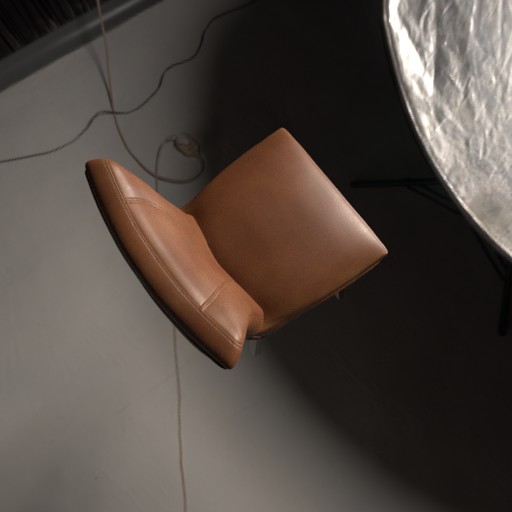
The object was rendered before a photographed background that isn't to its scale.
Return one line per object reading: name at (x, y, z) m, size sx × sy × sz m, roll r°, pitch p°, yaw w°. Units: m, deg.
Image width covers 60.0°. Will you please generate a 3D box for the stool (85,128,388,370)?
stool at (0.000, 0.000, 1.403) m, size 0.585 × 1.094 × 0.522 m, roll -36°, pitch 78°, yaw -9°
